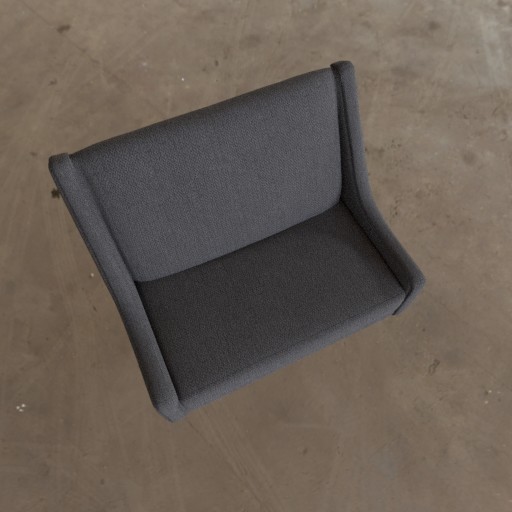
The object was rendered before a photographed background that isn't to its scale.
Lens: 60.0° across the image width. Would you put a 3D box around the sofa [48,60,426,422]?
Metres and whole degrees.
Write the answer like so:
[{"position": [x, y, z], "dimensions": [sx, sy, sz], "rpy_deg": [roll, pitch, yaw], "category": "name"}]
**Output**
[{"position": [0.000, 0.000, 1.913], "dimensions": [1.242, 1.022, 0.873], "rpy_deg": [-23, 64, -12], "category": "sofa"}]
